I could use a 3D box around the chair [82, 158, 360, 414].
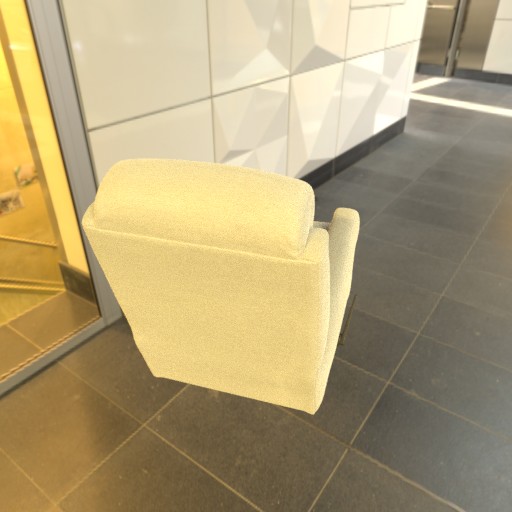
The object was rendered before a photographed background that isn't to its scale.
[{"bbox_3d":[0.000,0.000,1.722,0.798,1.013,1.043,9,33,14],"label":"chair"}]
